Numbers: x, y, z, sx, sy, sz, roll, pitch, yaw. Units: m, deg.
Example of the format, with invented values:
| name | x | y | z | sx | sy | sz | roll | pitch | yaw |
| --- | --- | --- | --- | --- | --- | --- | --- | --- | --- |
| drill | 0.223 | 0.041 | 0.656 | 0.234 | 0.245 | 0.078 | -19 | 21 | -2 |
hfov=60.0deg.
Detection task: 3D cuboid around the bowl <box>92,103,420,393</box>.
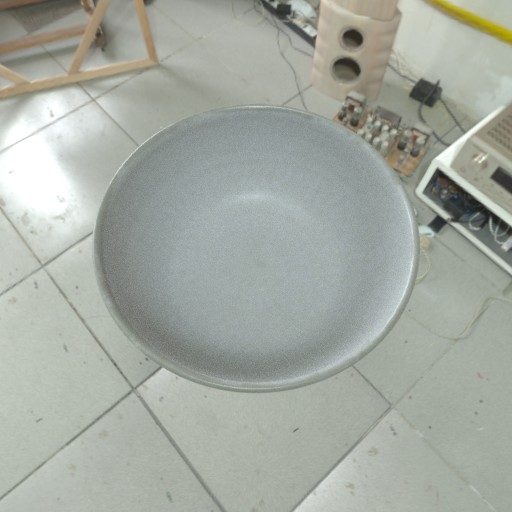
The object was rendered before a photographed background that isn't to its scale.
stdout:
| name | x | y | z | sx | sy | sz | roll | pitch | yaw |
| --- | --- | --- | --- | --- | --- | --- | --- | --- | --- |
| bowl | 0.000 | 0.000 | 0.418 | 0.268 | 0.121 | 0.268 | 0 | 64 | 0 |
